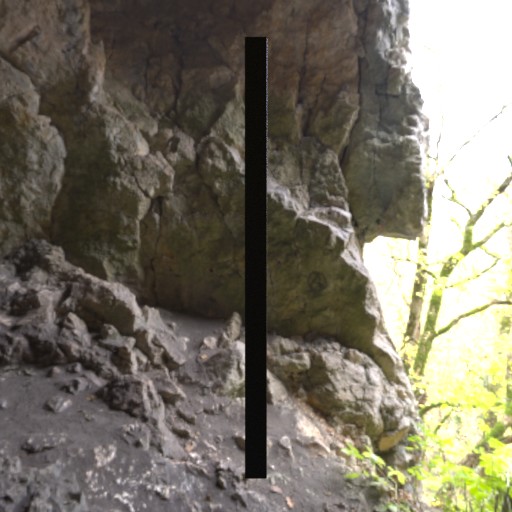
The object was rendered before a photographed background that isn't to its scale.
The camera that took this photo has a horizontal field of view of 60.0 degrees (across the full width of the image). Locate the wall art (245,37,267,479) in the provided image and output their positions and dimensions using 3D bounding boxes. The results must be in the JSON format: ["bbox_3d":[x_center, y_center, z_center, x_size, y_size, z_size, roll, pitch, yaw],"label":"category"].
[{"bbox_3d":[0.000,0.000,1.148,0.038,0.765,0.765,0,1,0],"label":"wall art"}]
